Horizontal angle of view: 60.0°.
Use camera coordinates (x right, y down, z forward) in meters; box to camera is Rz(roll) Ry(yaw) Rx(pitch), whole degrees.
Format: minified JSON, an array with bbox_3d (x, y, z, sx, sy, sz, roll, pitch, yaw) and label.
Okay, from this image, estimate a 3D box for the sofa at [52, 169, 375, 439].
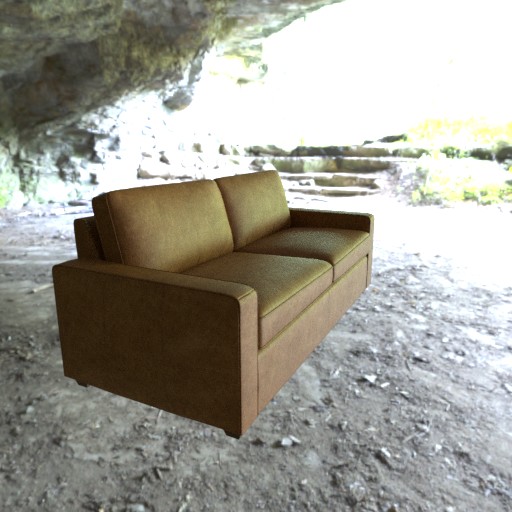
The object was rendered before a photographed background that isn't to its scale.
[{"bbox_3d":[0.000,0.000,2.693,0.991,0.928,2.156,7,16,26],"label":"sofa"}]
